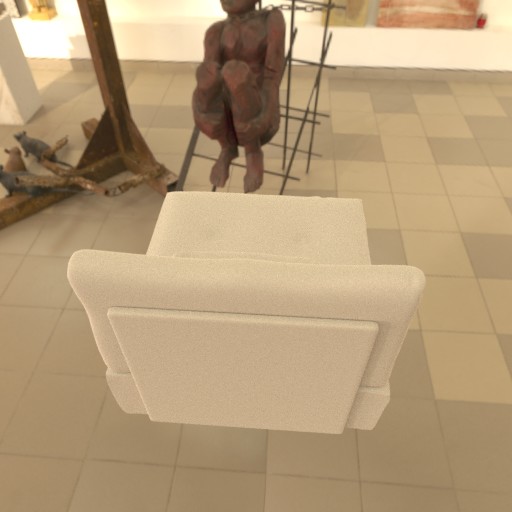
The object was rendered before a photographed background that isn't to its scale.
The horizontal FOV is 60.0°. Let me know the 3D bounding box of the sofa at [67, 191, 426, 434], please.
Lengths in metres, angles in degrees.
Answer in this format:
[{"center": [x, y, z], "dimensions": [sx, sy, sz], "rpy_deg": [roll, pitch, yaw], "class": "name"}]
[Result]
[{"center": [0.000, 0.000, 1.679], "dimensions": [0.935, 0.828, 1.000], "rpy_deg": [3, 46, 3], "class": "sofa"}]
